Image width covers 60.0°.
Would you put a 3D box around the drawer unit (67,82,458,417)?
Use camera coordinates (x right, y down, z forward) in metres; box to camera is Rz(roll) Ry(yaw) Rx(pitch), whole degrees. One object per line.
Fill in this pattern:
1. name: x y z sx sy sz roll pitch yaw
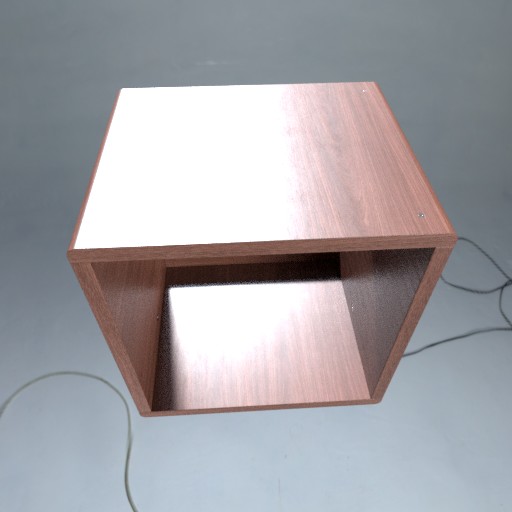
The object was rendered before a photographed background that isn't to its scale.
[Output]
1. drawer unit: 0.000 0.000 0.616 0.349 0.351 0.290 -3 47 -2
